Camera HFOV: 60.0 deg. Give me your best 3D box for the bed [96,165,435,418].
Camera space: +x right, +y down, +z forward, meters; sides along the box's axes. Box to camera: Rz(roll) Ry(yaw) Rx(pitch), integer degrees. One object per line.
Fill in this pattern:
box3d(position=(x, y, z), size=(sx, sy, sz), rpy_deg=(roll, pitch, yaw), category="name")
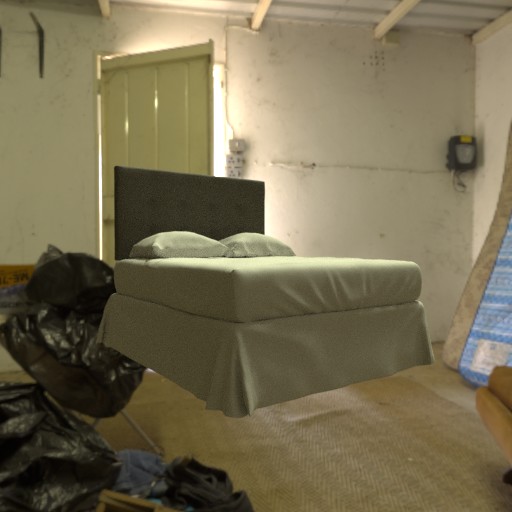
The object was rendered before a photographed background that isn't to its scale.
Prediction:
box3d(position=(0.000, 0.000, 3.571), size=(1.936, 1.577, 2.222), rpy_deg=(-1, 1, -36), category="bed")
